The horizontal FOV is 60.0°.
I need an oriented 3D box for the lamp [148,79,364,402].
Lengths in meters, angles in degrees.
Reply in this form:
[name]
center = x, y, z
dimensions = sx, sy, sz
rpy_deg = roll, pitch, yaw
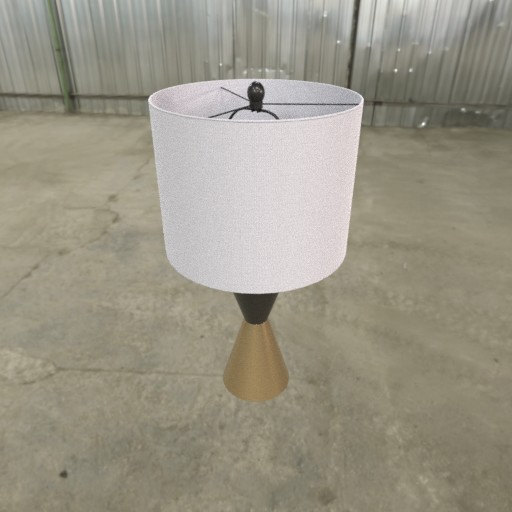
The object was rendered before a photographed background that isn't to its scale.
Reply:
[lamp]
center = 0.000, 0.000, 0.772
dimensions = 0.304, 0.573, 0.304
rpy_deg = 19, 35, 30
